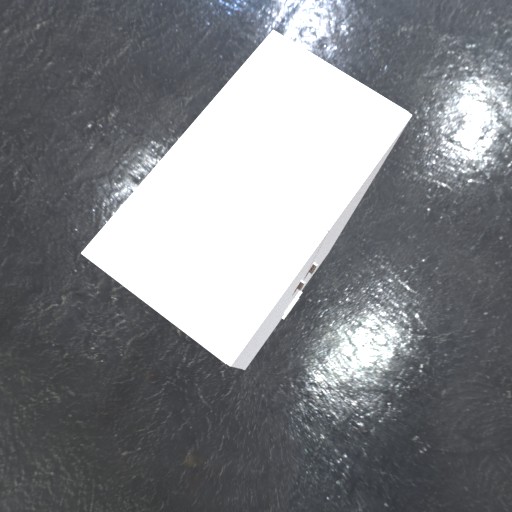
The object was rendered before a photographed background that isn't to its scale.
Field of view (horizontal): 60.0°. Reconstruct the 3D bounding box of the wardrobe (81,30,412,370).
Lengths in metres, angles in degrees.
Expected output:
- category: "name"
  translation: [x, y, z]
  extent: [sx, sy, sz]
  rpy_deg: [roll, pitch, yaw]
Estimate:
- category: "wardrobe"
  translation: [0.000, 0.000, 2.257]
  extent: [0.577, 1.808, 0.991]
  rpy_deg: [35, 78, 9]
